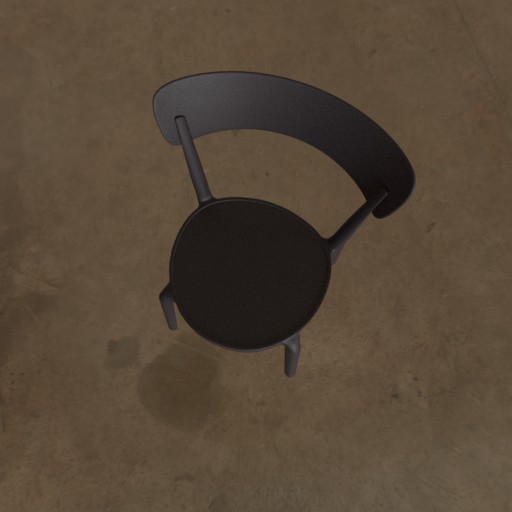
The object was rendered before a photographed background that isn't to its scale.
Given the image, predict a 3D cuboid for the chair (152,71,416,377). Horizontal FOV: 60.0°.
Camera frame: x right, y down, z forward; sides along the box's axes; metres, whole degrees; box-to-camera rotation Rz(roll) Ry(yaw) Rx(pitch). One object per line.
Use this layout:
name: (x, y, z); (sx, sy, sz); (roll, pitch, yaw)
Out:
chair: (0.000, 0.000, 1.140); (0.506, 0.790, 0.491); (21, 76, 5)
